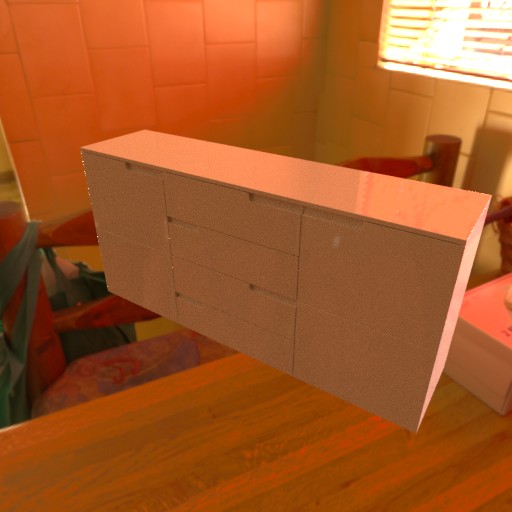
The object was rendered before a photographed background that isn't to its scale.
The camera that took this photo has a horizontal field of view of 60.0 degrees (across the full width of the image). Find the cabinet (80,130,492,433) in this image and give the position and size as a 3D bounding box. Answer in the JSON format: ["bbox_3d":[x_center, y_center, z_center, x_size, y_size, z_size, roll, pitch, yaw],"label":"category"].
[{"bbox_3d":[0.000,0.000,1.949,1.650,0.800,0.400,18,34,29],"label":"cabinet"}]
